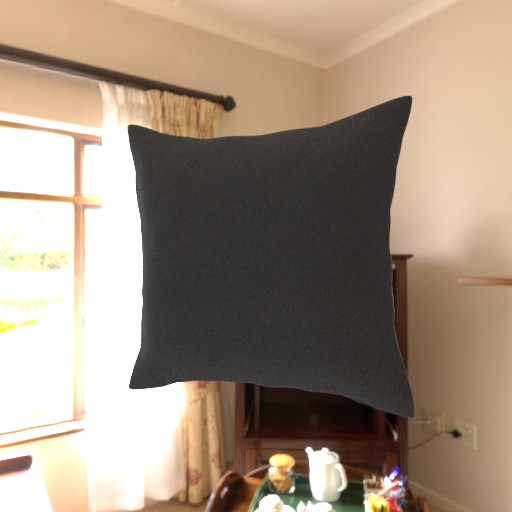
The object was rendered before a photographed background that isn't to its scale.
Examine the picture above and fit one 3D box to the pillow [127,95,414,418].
[{"bbox_3d":[0.000,0.000,0.692,0.463,0.454,0.173,0,-1,17],"label":"pillow"}]
